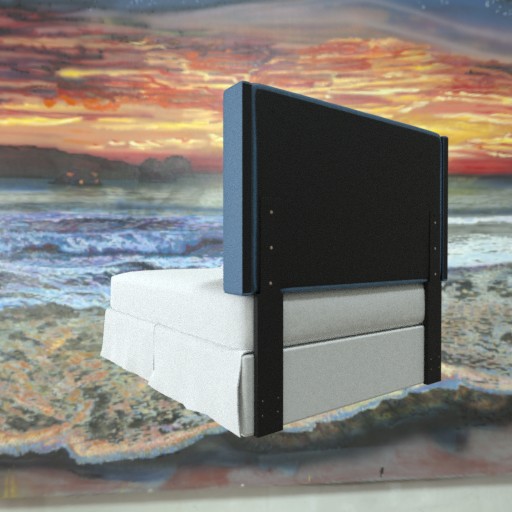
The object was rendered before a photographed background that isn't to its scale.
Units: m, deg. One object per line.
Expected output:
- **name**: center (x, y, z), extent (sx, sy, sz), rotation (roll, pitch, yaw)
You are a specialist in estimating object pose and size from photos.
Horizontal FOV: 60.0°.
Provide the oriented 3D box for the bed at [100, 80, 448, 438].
- **bed**: center (0.000, 0.000, 3.335), extent (1.719, 1.665, 2.078), rotation (-1, 1, -36)
